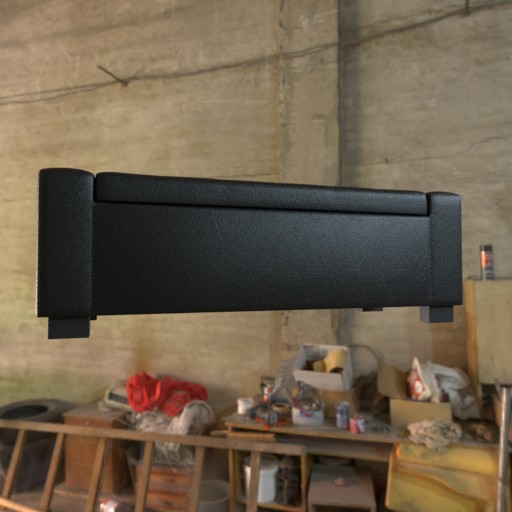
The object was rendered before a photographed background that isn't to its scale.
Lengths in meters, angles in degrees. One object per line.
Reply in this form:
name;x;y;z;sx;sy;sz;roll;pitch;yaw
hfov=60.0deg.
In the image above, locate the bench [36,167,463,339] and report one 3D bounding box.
bench;0.000;0.000;1.523;1.296;0.445;0.508;1;-2;-17
